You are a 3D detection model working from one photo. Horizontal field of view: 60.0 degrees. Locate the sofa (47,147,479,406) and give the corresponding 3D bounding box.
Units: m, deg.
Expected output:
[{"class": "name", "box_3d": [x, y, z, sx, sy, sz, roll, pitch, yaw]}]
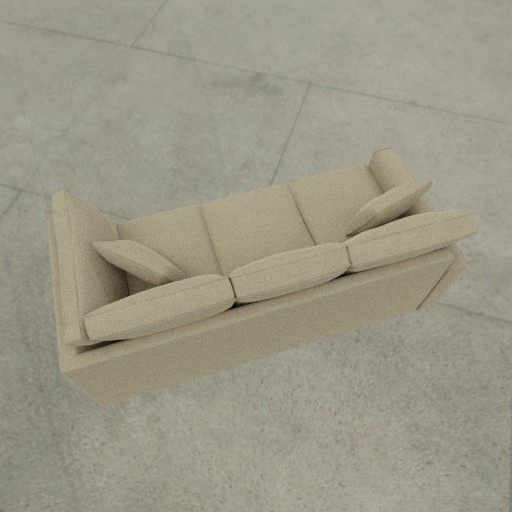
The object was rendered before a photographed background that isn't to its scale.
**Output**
[{"class": "sofa", "box_3d": [0.000, 0.000, 2.806, 2.317, 0.962, 1.061, -15, 60, -9]}]
